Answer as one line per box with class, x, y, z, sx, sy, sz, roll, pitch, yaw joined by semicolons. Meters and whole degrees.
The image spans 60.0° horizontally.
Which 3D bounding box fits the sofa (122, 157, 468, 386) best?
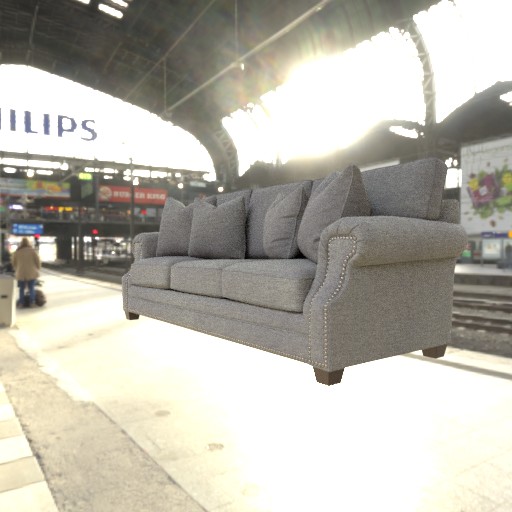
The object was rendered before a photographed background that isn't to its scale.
sofa;0.000;0.000;2.794;0.965;0.975;2.312;-1;1;-37
